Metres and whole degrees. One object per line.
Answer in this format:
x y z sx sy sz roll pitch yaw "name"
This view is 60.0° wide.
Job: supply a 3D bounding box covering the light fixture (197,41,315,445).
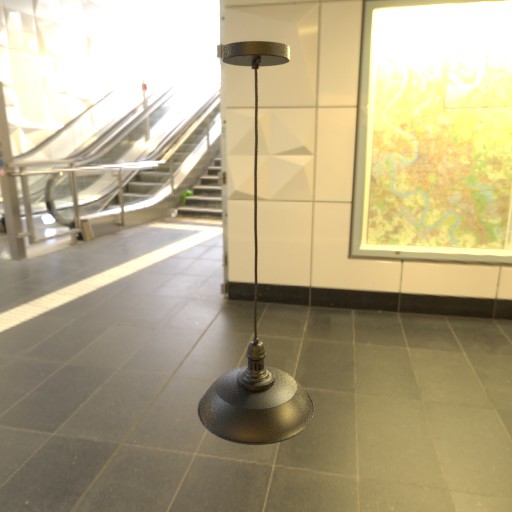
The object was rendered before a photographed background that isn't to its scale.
0.000 0.000 1.151 0.331 0.993 0.331 -2 15 -8 "light fixture"
